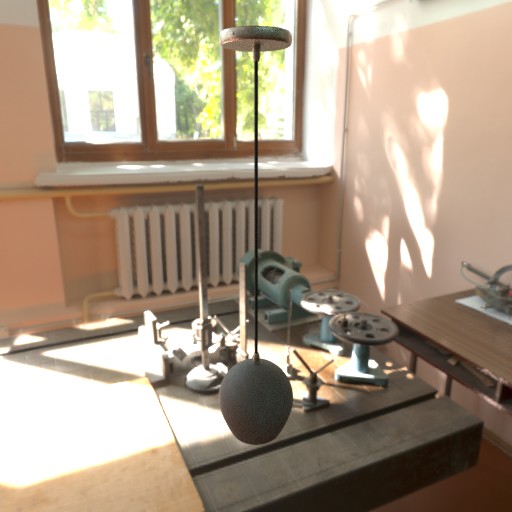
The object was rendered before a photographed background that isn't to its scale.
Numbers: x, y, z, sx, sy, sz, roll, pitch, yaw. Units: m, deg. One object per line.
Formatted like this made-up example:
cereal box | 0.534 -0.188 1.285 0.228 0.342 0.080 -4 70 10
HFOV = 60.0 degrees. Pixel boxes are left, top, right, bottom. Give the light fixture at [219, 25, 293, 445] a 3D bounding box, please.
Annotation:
light fixture | 0.000 0.000 0.832 0.153 0.760 0.153 3 16 9
